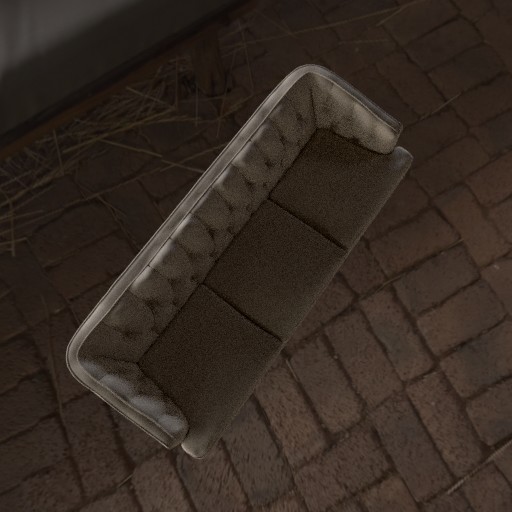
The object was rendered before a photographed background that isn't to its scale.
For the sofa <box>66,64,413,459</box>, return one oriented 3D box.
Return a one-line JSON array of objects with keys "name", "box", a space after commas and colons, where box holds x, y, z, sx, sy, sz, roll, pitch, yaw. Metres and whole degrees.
[{"name": "sofa", "box": [0.000, 0.000, 2.713, 0.913, 0.788, 2.235, 35, 79, 8]}]
